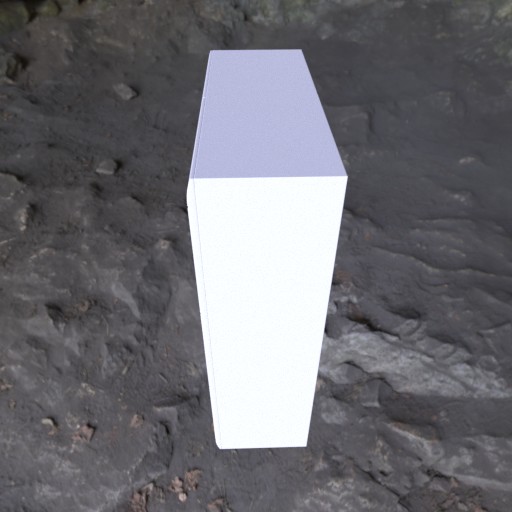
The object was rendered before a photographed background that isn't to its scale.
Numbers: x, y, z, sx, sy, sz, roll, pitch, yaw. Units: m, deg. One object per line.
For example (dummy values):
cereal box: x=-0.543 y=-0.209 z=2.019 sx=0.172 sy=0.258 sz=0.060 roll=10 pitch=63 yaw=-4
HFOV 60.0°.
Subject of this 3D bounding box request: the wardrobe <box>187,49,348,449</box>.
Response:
wardrobe: x=0.000 y=0.000 z=1.658 sx=0.360 sy=1.200 sz=0.900 roll=-1 pitch=41 yaw=-1
